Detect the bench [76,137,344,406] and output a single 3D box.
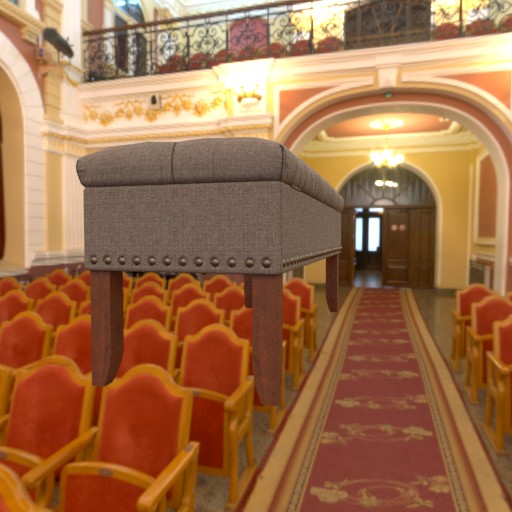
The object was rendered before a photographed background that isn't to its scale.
[{"bbox_3d":[0.000,0.000,1.292,0.417,0.470,1.052,1,3,16],"label":"bench"}]
